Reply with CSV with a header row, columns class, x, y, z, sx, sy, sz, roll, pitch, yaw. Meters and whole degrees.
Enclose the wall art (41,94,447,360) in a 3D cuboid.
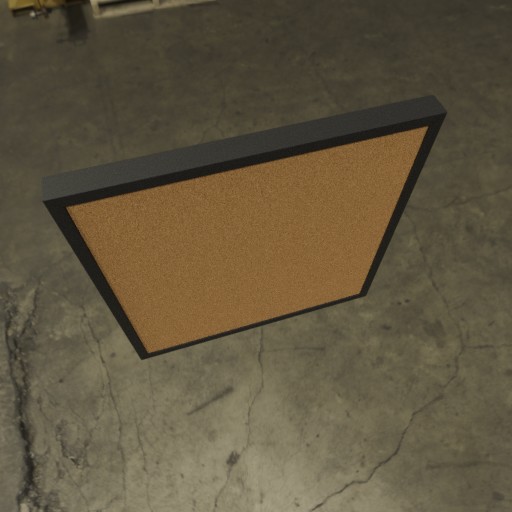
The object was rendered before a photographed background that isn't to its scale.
class,x,y,z,sx,sy,sz,roll,pitch,yaw
wall art,0.000,0.000,0.754,0.508,0.508,0.037,-15,58,-9
